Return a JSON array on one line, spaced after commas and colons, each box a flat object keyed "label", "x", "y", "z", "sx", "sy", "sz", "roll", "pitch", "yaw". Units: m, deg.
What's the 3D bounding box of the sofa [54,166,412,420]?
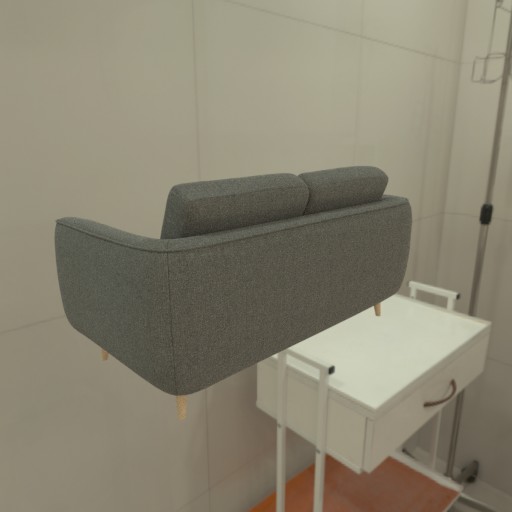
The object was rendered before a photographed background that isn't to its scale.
[{"label": "sofa", "x": 0.000, "y": 0.000, "z": 2.225, "sx": 1.700, "sy": 0.870, "sz": 0.920, "roll": -15, "pitch": 21, "yaw": -42}]
